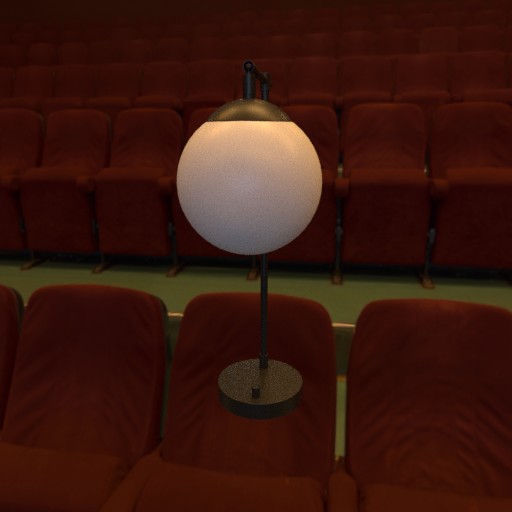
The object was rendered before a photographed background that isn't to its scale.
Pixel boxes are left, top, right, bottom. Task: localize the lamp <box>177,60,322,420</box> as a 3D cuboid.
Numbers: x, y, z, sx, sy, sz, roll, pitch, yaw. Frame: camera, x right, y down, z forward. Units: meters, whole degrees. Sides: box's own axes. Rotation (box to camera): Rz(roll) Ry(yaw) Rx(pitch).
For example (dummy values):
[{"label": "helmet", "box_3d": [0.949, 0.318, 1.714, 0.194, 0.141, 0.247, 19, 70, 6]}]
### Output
[{"label": "lamp", "box_3d": [0.000, 0.000, 0.697, 0.197, 0.559, 0.316, 2, 16, 8]}]
